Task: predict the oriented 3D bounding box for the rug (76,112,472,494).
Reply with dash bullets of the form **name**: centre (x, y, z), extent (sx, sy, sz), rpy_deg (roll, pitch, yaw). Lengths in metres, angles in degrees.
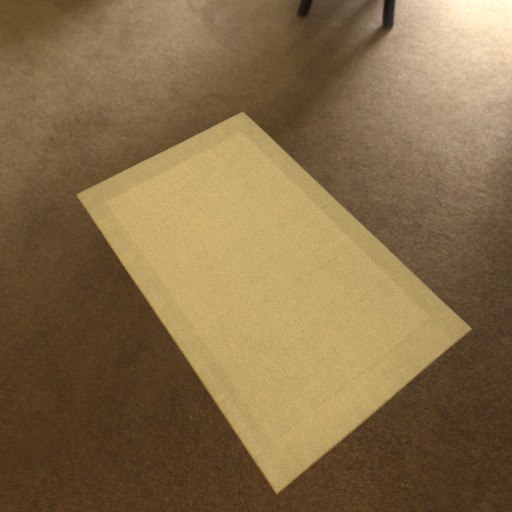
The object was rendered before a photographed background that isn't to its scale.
- **rug**: centre (0.000, 0.000, 3.013), extent (1.524, 0.014, 2.438), rpy_deg (-32, 64, -18)
